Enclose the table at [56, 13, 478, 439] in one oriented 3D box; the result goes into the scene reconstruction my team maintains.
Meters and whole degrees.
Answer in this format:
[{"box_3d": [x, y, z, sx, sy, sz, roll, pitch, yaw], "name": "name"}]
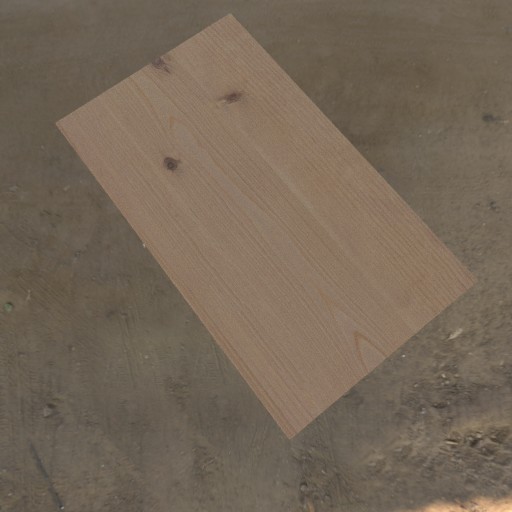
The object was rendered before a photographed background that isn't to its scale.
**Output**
[{"box_3d": [0.000, 0.000, 0.999, 0.351, 0.673, 0.597, -37, 78, -9], "name": "table"}]
